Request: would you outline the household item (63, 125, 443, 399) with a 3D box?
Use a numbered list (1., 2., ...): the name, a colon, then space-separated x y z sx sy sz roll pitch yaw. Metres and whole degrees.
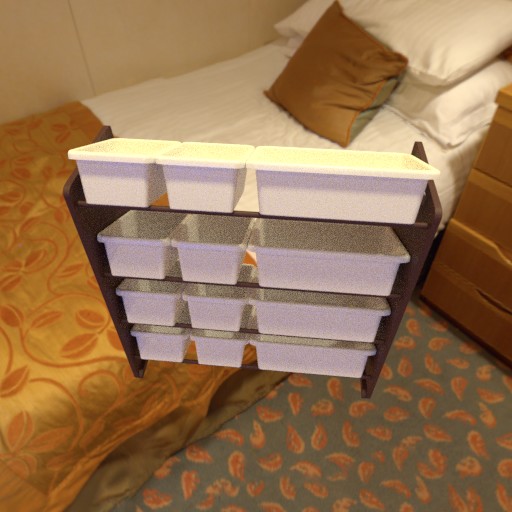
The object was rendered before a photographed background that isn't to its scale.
1. household item: 0.000 0.000 1.293 0.787 0.864 0.389 4 46 4
